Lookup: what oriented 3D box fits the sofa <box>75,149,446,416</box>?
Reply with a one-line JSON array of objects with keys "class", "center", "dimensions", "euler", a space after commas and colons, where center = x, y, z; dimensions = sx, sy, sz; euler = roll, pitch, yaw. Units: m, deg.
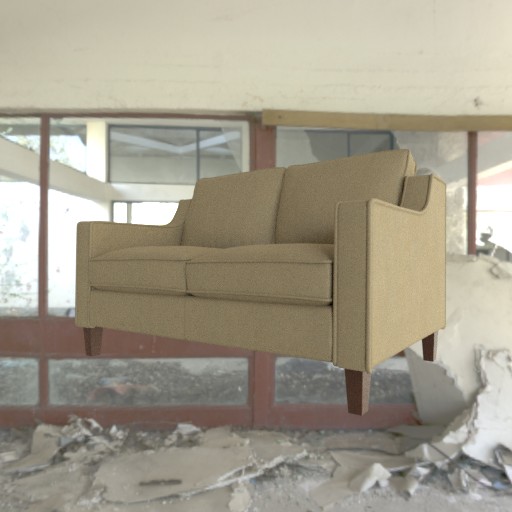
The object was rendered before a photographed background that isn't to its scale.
[{"class": "sofa", "center": [0.000, 0.000, 2.112], "dimensions": [1.501, 0.971, 0.987], "euler": [0, 0, 36]}]
